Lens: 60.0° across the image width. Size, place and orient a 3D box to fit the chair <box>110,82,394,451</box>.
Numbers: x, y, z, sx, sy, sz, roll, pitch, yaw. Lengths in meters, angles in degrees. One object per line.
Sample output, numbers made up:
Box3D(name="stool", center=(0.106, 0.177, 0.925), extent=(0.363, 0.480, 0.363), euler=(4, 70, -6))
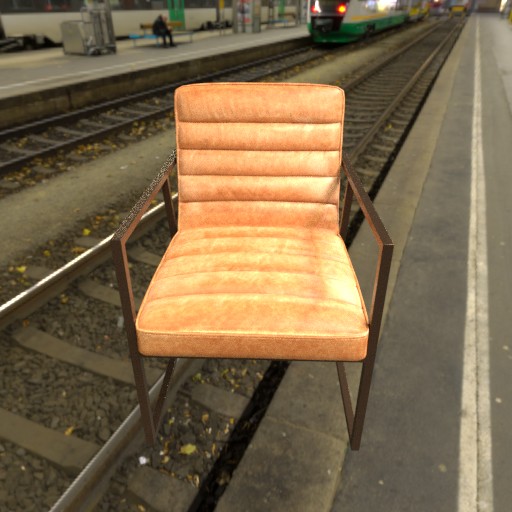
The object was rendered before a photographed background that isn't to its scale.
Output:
Box3D(name="chair", center=(0.000, 0.000, 1.241), extent=(0.571, 0.832, 0.677), euler=(1, 30, 2))
